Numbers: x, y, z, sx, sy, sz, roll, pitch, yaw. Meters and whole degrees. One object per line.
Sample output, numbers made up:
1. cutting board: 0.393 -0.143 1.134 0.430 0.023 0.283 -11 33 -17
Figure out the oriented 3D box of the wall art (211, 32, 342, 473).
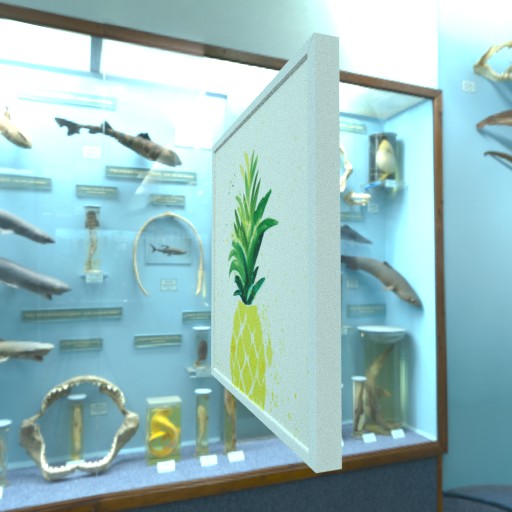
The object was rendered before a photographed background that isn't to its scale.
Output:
1. wall art: 0.000 0.000 0.456 0.020 0.307 0.307 1 -2 -19
